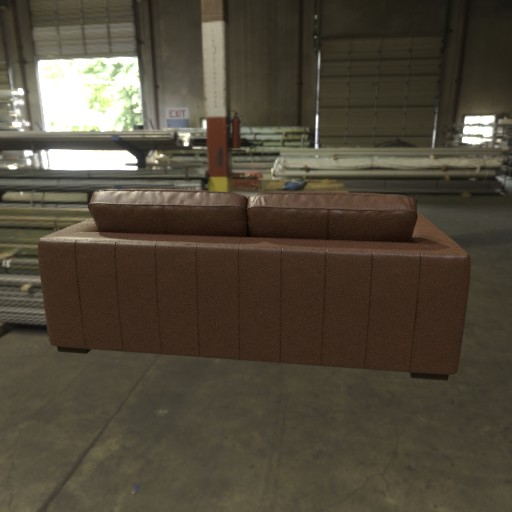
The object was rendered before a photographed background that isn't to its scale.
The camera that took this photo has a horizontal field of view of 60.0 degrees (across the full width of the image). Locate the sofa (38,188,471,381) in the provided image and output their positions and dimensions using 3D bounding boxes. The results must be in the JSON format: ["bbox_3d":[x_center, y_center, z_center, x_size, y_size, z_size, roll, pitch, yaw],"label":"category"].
[{"bbox_3d":[0.000,0.000,2.444,1.920,0.800,1.070,2,16,8],"label":"sofa"}]
